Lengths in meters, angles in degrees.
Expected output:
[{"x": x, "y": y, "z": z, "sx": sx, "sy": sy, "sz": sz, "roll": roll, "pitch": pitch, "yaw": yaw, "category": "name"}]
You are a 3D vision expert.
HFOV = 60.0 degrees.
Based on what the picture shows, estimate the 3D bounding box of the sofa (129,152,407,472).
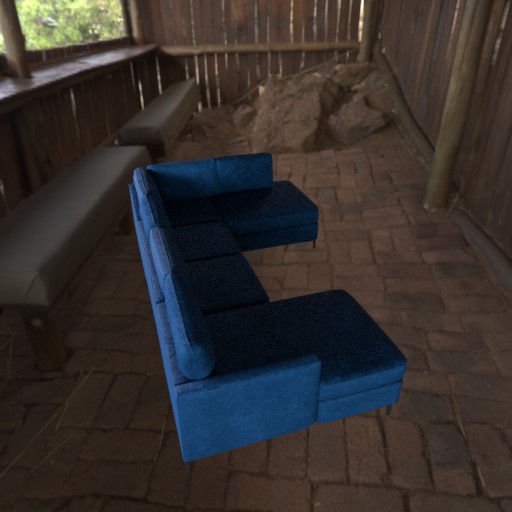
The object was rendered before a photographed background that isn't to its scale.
[{"x": 0.000, "y": 0.000, "z": 4.242, "sx": 2.055, "sy": 0.992, "sz": 3.434, "roll": -9, "pitch": 32, "yaw": -16, "category": "sofa"}]
